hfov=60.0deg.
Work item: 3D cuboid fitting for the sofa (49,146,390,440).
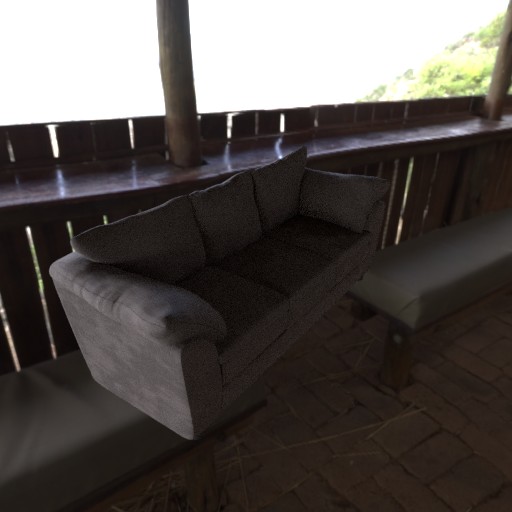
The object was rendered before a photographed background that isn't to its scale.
[{"bbox_3d":[0.000,0.000,2.850,0.893,0.981,2.377,17,31,31],"label":"sofa"}]
